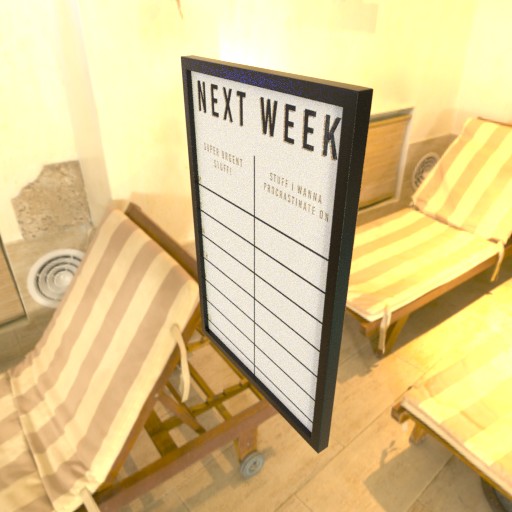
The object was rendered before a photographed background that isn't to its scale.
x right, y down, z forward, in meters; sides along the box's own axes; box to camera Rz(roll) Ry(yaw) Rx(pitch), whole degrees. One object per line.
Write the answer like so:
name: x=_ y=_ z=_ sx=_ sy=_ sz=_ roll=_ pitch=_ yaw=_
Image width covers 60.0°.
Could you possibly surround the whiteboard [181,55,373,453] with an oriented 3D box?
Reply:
whiteboard: x=0.000 y=0.000 z=0.777 sx=0.026 sy=0.611 sz=0.406 roll=-20 pitch=36 yaw=-30
